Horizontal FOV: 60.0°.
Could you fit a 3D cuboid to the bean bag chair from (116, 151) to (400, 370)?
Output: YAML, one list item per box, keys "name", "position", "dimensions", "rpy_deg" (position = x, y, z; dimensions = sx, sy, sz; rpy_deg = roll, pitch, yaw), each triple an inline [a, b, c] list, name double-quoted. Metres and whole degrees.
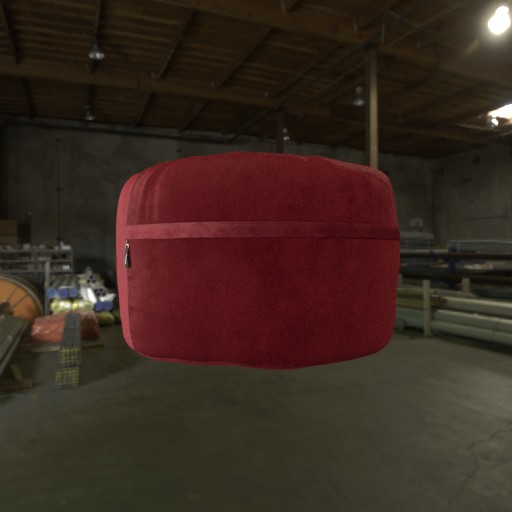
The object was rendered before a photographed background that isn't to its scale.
- name: "bean bag chair"
  position: [0.000, 0.000, 1.991]
  dimensions: [1.219, 0.762, 1.219]
  rpy_deg: [0, 1, 0]
